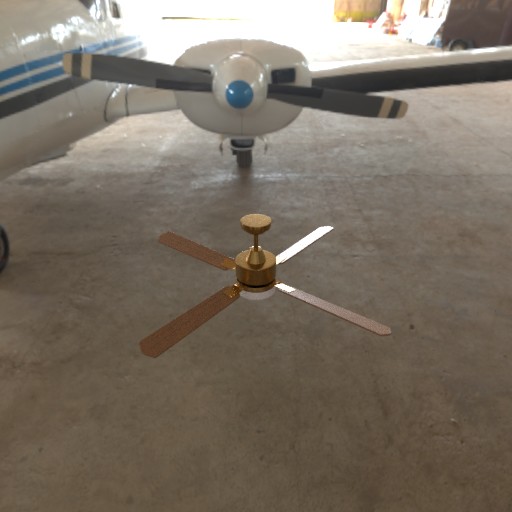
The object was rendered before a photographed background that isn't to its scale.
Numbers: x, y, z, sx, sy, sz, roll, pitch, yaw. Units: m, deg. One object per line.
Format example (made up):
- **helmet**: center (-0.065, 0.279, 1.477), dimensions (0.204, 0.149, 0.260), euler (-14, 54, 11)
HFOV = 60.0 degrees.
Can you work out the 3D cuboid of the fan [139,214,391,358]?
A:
- **fan**: center (0.000, 0.000, 2.002), dimensions (1.320, 0.355, 1.320), euler (22, 36, 33)
